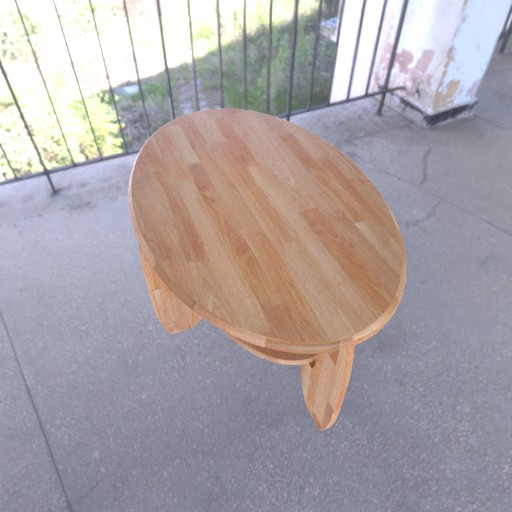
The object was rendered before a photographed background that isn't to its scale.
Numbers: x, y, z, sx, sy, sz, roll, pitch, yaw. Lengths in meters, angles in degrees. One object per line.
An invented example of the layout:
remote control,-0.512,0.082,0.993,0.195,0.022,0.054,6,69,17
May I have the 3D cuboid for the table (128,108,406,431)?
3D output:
table,0.000,0.000,1.395,0.690,0.490,1.040,-17,49,-16
